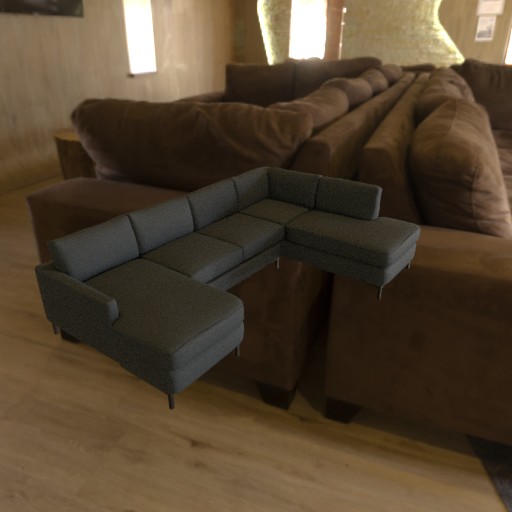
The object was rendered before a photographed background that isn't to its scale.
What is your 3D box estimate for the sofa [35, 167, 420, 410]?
[{"bbox_3d":[0.000,0.000,3.932,1.984,0.858,2.975,18,31,33],"label":"sofa"}]
